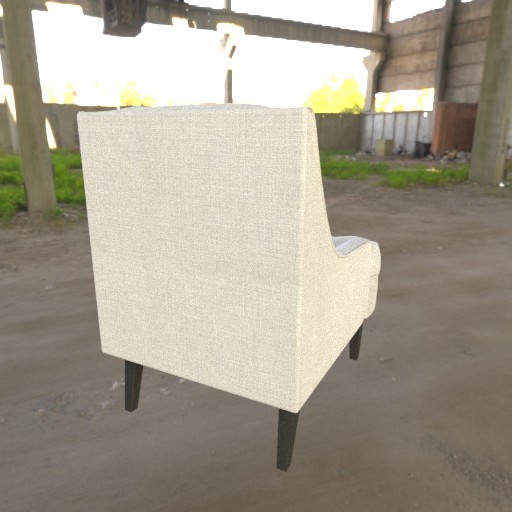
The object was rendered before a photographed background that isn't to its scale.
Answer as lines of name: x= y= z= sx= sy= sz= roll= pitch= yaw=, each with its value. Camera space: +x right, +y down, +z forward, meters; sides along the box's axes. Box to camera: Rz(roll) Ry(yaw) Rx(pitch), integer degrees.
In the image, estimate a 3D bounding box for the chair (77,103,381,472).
chair: x=0.000 y=0.000 z=1.422 sx=0.658 sy=0.891 sz=0.772 roll=8 pitch=18 yaw=27
